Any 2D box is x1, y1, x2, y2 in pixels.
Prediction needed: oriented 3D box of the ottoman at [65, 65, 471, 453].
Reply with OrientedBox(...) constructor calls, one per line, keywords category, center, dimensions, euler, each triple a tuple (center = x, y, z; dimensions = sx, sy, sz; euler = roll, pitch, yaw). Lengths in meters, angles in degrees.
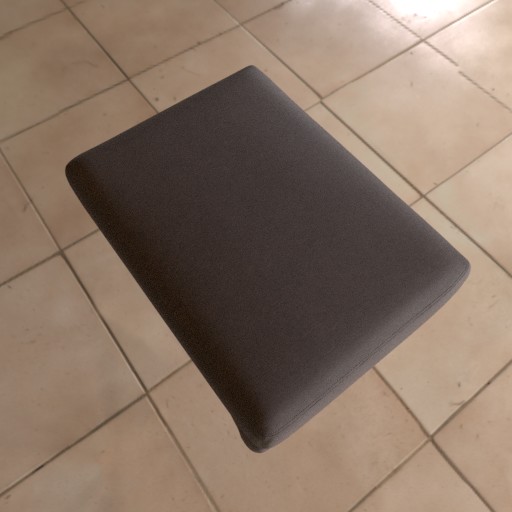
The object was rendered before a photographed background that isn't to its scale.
OrientedBox(category="ottoman", center=(0.000, 0.000, 1.129), dimensions=(0.574, 0.497, 0.773), euler=(-35, 68, -16))
